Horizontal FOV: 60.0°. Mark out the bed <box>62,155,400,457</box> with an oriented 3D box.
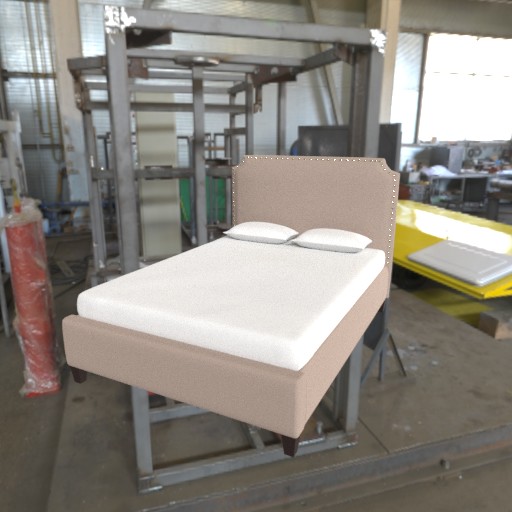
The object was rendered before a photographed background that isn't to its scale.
[{"bbox_3d":[0.000,0.000,3.493,1.713,1.443,2.372,8,17,26],"label":"bed"}]
